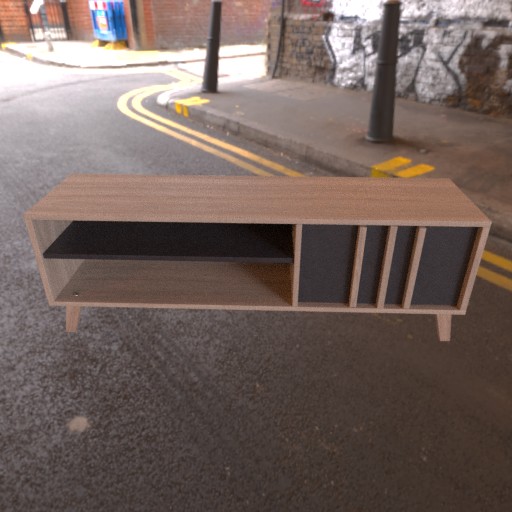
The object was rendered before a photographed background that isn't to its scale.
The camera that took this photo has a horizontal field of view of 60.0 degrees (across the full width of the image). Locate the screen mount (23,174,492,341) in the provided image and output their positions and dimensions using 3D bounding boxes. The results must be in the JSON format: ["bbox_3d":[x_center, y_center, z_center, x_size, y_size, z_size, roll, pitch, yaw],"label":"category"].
[{"bbox_3d":[0.000,0.000,1.716,1.500,0.509,0.401,1,30,2],"label":"screen mount"}]
